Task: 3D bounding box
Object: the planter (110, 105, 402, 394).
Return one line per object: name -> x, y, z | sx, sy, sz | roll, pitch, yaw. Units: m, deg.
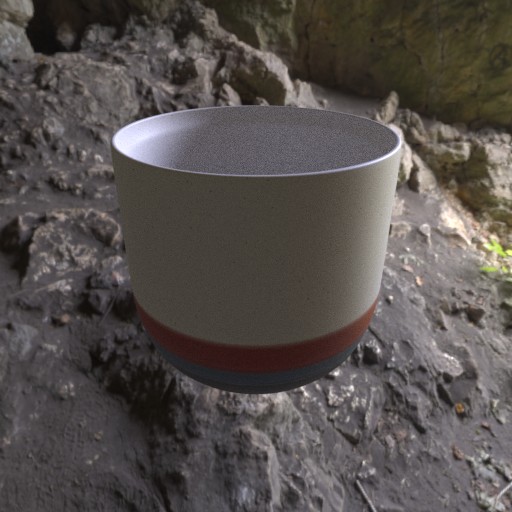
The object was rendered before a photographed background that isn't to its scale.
planter -> 0.000, 0.000, 0.485 | 0.268, 0.270, 0.268 | 0, 29, 0
